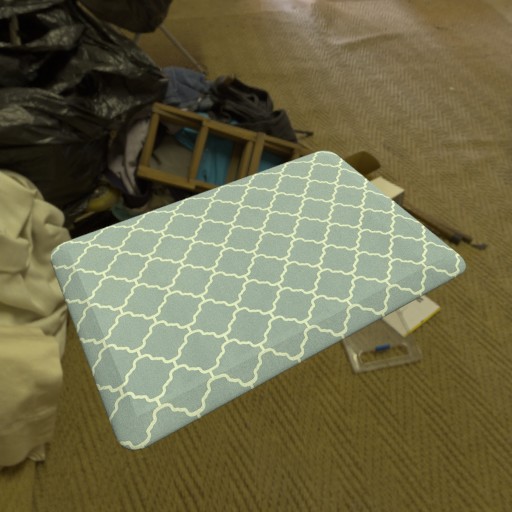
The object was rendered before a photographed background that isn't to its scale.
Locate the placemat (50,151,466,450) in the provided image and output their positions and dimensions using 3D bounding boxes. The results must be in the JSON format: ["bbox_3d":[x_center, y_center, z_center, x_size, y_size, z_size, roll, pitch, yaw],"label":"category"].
[{"bbox_3d":[0.000,0.000,0.943,0.762,0.021,0.508,-23,52,-20],"label":"placemat"}]
